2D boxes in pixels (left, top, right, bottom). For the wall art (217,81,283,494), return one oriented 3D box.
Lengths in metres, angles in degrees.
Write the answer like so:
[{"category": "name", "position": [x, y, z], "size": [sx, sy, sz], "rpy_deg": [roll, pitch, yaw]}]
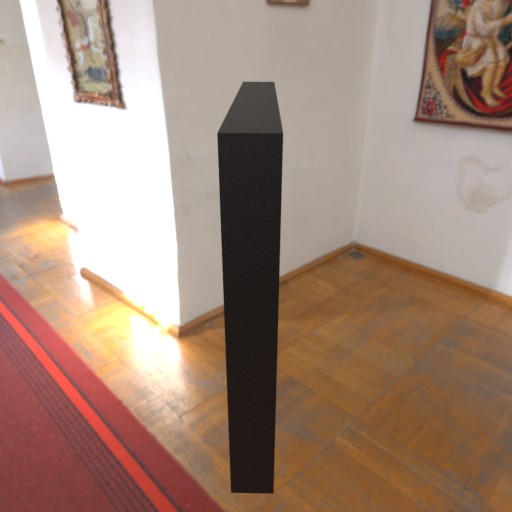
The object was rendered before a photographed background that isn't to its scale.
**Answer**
[{"category": "wall art", "position": [0.000, 0.000, 0.448], "size": [0.037, 0.303, 0.304], "rpy_deg": [1, 26, 1]}]
